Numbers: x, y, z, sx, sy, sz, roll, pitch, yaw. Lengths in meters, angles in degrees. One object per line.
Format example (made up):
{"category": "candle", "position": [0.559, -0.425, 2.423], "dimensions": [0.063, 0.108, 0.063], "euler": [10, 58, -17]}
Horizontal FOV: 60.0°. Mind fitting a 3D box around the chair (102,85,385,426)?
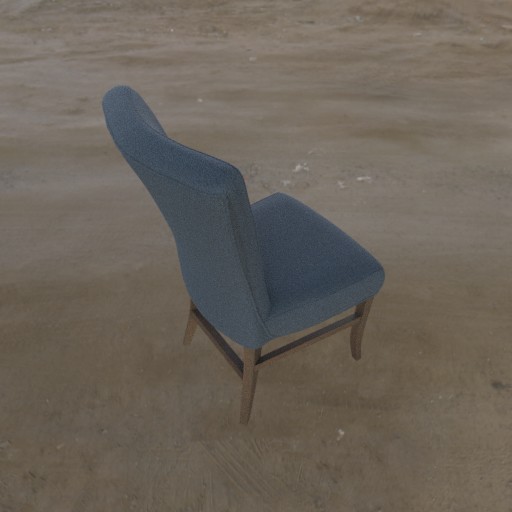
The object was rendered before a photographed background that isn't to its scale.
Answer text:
{"category": "chair", "position": [0.000, 0.000, 1.337], "dimensions": [0.660, 0.991, 0.520], "euler": [-26, 48, -26]}
